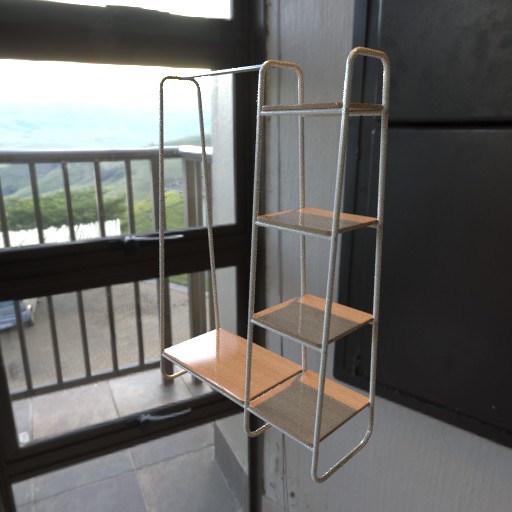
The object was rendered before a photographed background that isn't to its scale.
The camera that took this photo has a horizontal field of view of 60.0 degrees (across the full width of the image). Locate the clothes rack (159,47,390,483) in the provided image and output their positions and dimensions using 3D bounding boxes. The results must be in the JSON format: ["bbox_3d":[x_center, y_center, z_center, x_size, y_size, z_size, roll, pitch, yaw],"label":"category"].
[{"bbox_3d":[0.000,0.000,1.882,0.400,1.500,1.011,-15,22,-42],"label":"clothes rack"}]
